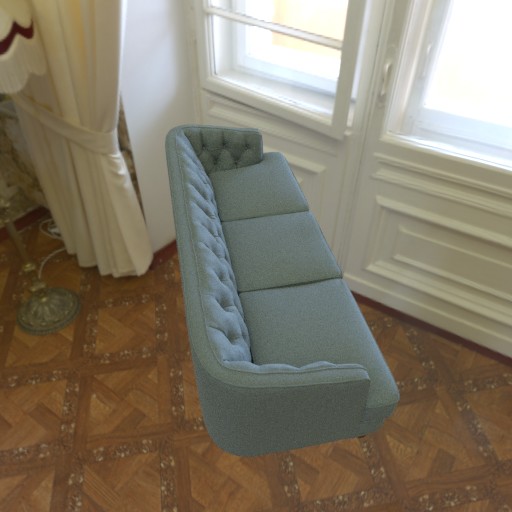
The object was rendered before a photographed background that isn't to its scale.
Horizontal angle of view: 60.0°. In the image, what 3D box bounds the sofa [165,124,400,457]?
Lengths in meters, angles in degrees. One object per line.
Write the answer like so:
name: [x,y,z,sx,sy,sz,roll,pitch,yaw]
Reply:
sofa: [0.000,0.000,2.798,0.941,0.855,2.278,-8,44,-9]
